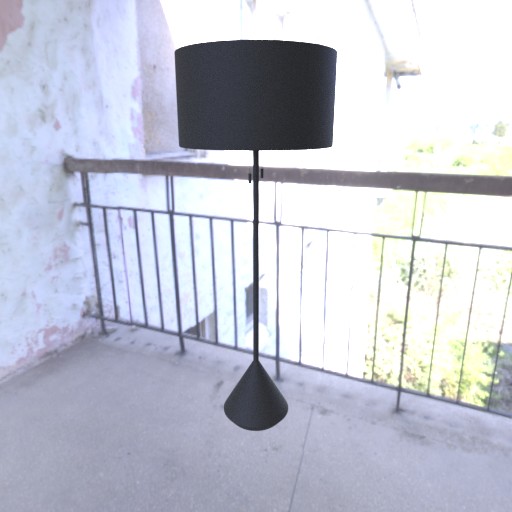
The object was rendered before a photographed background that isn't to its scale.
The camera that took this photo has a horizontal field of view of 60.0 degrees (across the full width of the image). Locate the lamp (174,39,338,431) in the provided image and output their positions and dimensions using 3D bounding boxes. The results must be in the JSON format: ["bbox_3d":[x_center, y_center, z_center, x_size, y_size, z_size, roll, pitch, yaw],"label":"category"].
[{"bbox_3d":[0.000,0.000,1.819,0.580,1.526,0.580,9,19,26],"label":"lamp"}]
